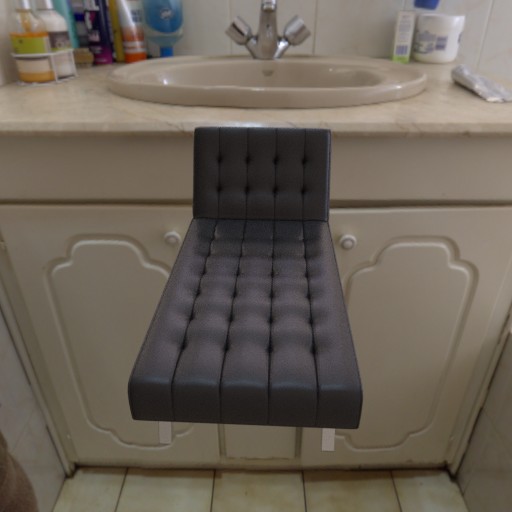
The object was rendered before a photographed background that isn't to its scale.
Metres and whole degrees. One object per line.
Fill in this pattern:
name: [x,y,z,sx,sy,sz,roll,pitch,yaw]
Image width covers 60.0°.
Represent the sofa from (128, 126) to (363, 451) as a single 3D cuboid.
sofa: [0.000,0.000,2.012,0.760,0.820,1.560,1,31,2]
